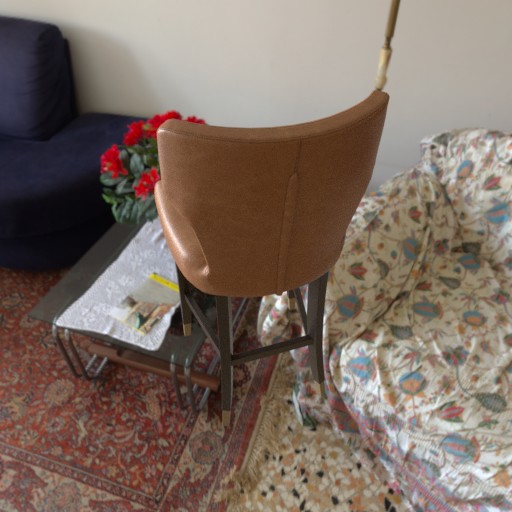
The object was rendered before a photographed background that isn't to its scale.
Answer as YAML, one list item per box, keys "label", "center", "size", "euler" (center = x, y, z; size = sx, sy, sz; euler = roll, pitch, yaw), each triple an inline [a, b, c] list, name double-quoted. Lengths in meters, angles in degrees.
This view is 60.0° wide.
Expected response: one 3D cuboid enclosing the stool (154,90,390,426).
- label: "stool"
  center: [0.000, 0.000, 1.378]
  size: [0.526, 1.092, 0.563]
  euler: [-12, 43, -13]
